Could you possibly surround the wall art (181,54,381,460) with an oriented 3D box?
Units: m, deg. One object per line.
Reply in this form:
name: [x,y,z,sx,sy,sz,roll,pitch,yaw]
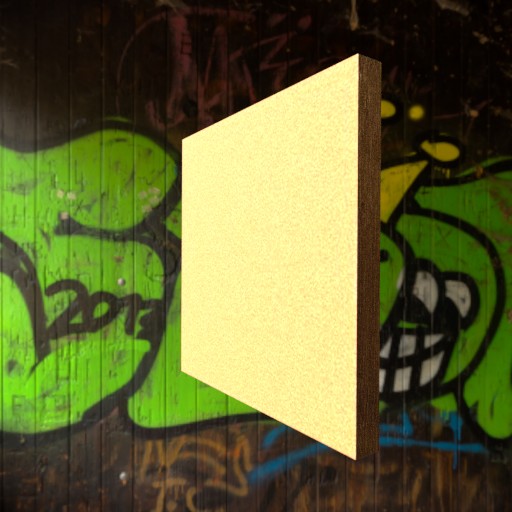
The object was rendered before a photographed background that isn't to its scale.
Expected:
wall art: [0.000,0.000,0.616,0.039,0.403,0.406,0,0,-35]
